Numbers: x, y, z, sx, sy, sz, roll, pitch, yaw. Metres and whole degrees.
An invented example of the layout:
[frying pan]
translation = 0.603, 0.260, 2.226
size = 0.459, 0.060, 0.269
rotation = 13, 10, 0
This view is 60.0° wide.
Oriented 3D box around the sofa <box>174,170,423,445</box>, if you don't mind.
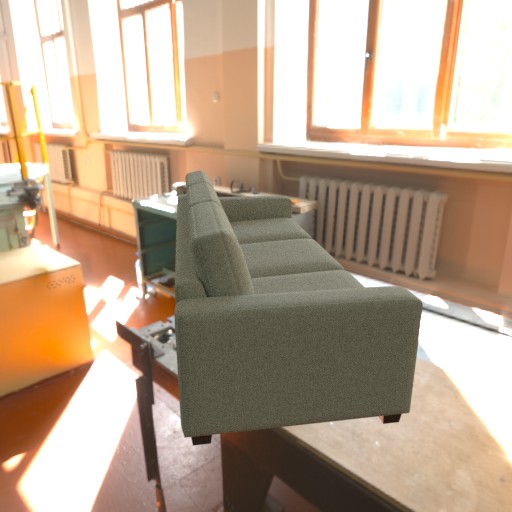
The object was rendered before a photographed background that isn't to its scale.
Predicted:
[sofa]
translation = 0.000, 0.000, 2.582
size = 0.900, 0.800, 2.160
rotation = -3, 18, -9
